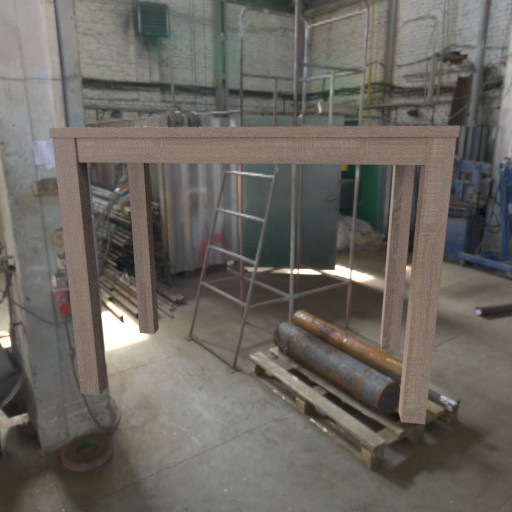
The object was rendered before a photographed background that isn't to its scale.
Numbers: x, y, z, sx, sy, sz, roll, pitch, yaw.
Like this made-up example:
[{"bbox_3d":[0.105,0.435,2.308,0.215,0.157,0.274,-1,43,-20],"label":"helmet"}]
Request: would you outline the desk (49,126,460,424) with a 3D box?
[{"bbox_3d":[0.000,0.000,1.387,0.991,0.762,0.495,2,15,8],"label":"desk"}]
